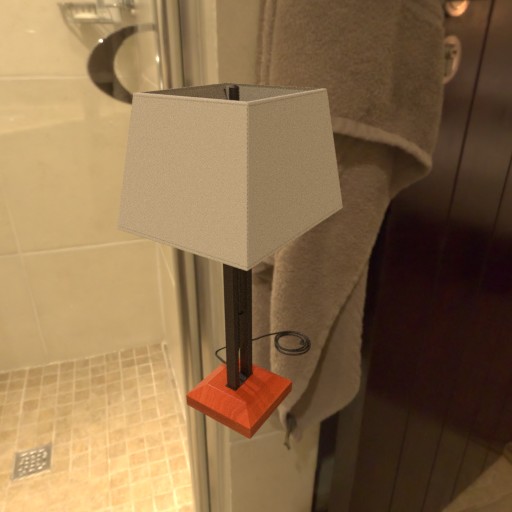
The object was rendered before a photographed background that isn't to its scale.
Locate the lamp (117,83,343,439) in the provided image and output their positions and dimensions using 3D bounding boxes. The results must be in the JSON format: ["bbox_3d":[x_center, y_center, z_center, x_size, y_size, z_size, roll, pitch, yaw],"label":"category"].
[{"bbox_3d":[0.000,0.000,1.008,0.310,0.737,0.498,17,30,31],"label":"lamp"}]
